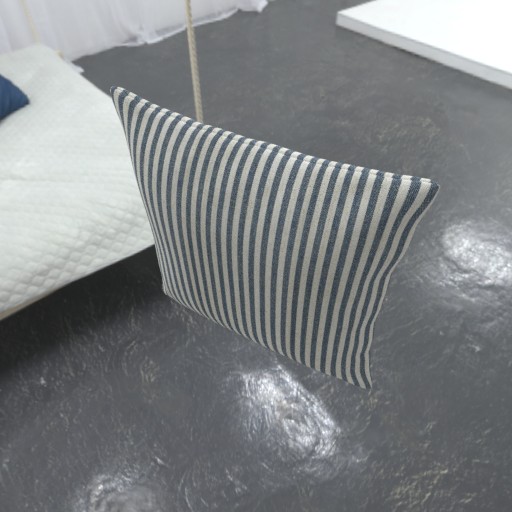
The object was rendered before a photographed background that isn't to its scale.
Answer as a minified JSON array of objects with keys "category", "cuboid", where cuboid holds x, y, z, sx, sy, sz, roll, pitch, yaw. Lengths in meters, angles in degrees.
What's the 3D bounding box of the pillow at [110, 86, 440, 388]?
[{"category":"pillow","cuboid":[0.000,0.000,0.794,0.523,0.510,0.166,22,50,20]}]
